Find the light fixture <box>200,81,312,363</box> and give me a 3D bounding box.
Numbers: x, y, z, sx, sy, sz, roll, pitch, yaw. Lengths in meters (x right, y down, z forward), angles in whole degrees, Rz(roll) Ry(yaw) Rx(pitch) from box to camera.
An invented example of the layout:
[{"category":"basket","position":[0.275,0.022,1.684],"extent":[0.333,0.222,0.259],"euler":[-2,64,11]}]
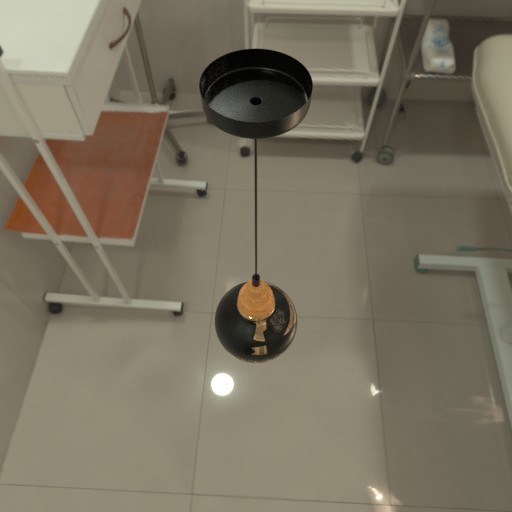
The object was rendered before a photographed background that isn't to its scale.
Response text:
[{"category":"light fixture","position":[0.000,0.000,1.760],"extent":[0.430,1.606,0.430],"euler":[2,59,1]}]
